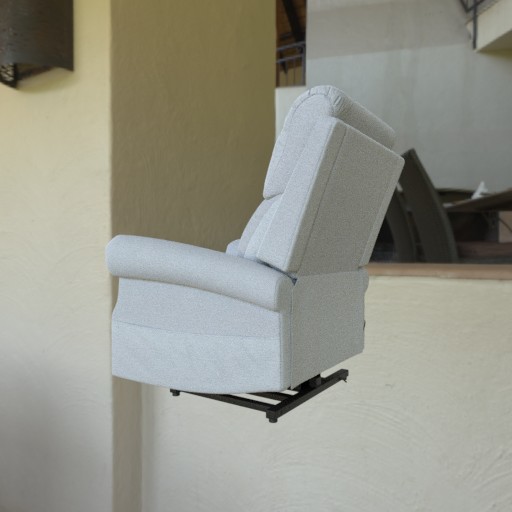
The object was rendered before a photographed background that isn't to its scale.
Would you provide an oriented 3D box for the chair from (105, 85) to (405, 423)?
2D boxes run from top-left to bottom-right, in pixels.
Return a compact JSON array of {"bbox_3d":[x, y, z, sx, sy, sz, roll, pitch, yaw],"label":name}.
[{"bbox_3d":[0.000,0.000,1.758,0.979,1.031,0.871,0,1,34],"label":"chair"}]
